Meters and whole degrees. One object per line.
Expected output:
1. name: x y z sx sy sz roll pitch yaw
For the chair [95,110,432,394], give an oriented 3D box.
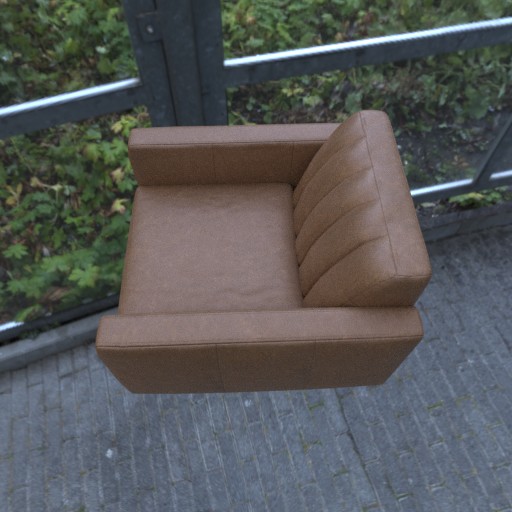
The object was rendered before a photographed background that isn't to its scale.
1. chair: 0.000 0.000 1.707 0.998 0.819 0.953 -2 58 -1
